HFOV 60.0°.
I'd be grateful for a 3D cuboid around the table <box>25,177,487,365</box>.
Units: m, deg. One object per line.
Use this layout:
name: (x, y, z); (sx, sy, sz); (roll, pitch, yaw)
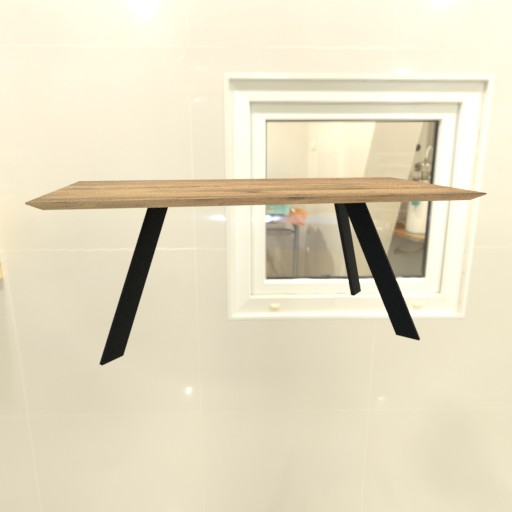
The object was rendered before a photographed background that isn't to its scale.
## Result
table: (0.000, 0.000, 2.465); (2.000, 0.770, 1.000); (-2, 15, -9)
